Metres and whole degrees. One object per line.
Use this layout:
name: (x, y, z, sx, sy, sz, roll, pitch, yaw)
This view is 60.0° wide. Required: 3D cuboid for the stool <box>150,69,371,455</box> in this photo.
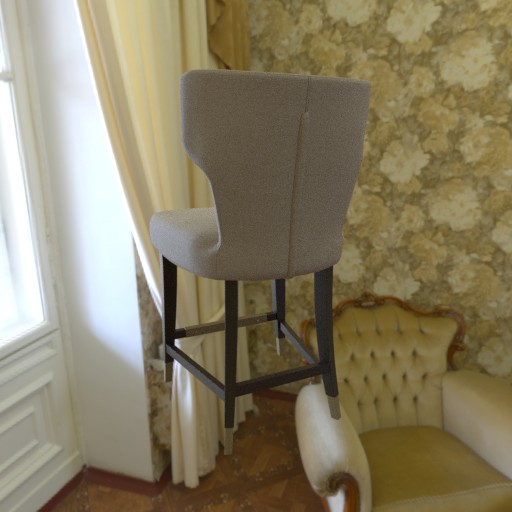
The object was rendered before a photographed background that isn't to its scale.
stool: (0.000, 0.000, 1.340, 0.527, 0.982, 0.563, -7, 16, -25)
